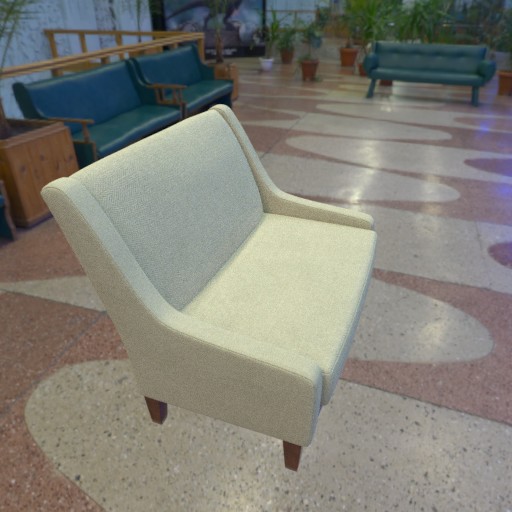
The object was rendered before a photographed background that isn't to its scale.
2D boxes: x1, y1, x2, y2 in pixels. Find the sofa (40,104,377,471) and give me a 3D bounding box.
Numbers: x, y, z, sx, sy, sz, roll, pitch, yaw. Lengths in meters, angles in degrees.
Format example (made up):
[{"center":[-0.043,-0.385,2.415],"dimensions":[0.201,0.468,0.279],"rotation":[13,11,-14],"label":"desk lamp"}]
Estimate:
[{"center":[0.000,0.000,1.900],"dimensions":[0.946,0.976,1.212],"rotation":[11,32,18],"label":"sofa"}]
